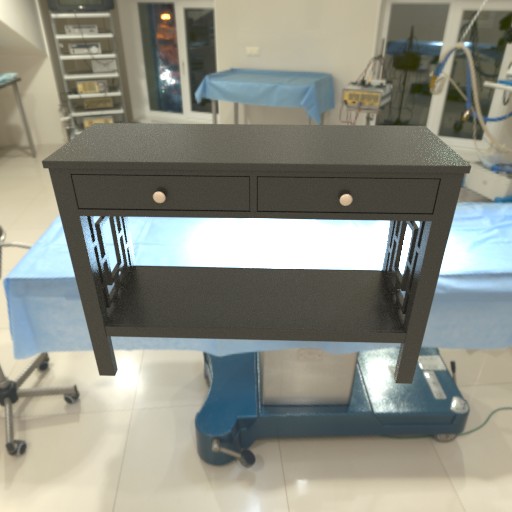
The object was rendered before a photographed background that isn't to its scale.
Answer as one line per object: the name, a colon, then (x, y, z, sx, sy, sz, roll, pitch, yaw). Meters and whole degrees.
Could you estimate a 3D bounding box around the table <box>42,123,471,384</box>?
table: (0.000, 0.000, 1.451, 1.068, 0.753, 0.397, 1, 31, 2)
